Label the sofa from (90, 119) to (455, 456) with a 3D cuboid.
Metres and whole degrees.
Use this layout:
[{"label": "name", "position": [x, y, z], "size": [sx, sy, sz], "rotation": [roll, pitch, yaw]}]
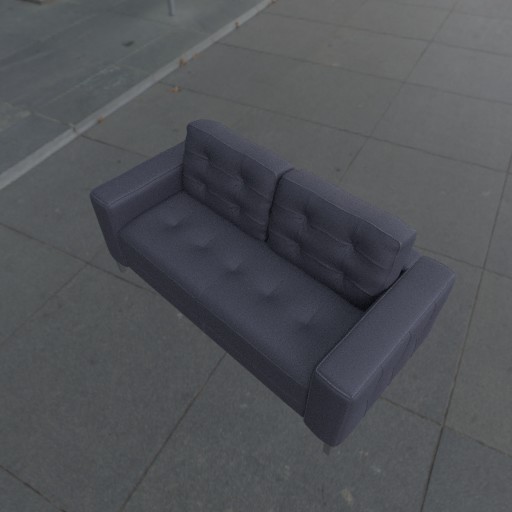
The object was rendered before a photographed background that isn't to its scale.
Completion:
[{"label": "sofa", "position": [0.000, 0.000, 2.288], "size": [1.726, 0.893, 0.833], "rotation": [35, 56, 28]}]
